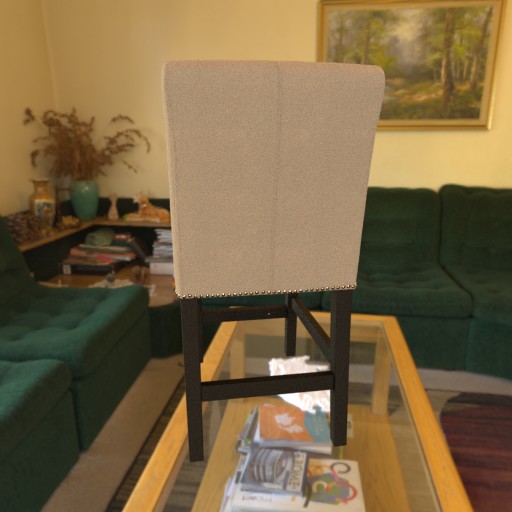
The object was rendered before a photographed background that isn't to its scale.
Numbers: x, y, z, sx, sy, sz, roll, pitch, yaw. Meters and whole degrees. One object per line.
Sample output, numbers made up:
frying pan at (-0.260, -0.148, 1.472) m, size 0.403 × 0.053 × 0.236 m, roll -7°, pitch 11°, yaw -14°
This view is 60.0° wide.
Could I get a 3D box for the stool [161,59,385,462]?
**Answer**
stool at (0.000, 0.000, 1.175) m, size 0.427 × 0.885 × 0.571 m, roll -2°, pitch 16°, yaw -9°
